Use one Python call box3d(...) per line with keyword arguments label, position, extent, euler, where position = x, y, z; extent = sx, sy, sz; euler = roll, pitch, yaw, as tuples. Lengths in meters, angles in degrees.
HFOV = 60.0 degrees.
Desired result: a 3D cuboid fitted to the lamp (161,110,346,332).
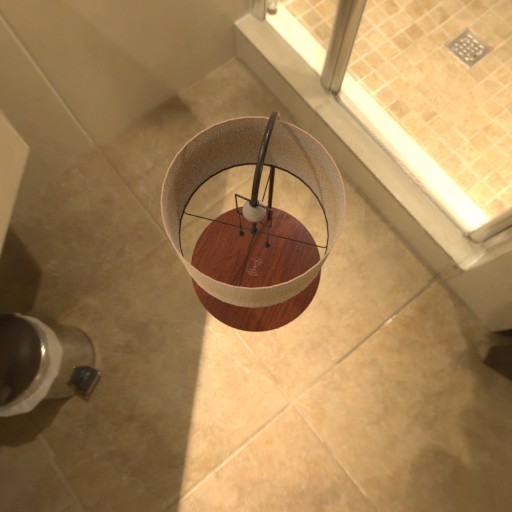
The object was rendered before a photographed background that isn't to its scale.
box3d(label="lamp", position=(0.000, 0.000, 1.783), extent=(0.573, 1.517, 0.573), euler=(0, 75, 0))
